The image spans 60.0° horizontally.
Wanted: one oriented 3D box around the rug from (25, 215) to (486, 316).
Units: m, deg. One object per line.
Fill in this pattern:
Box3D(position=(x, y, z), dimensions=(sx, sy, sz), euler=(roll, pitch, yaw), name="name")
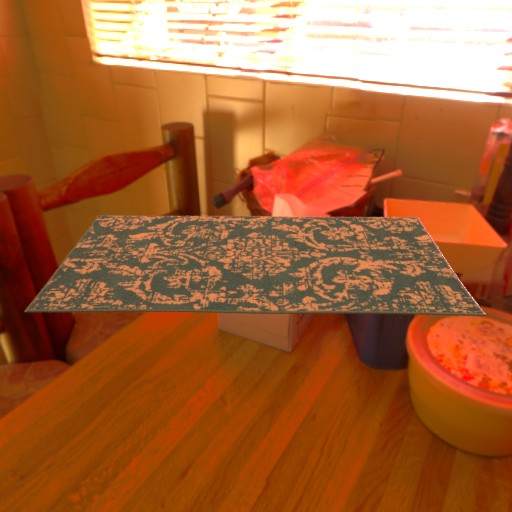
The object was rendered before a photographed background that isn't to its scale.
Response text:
Box3D(position=(0.000, 0.000, 1.429), dimensions=(1.219, 0.007, 0.604), euler=(0, 30, 1), name="rug")
